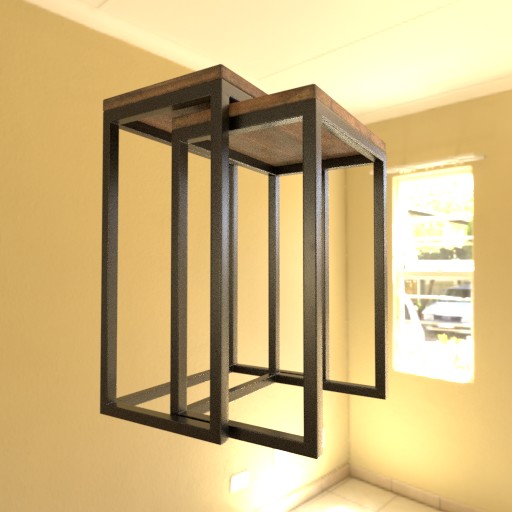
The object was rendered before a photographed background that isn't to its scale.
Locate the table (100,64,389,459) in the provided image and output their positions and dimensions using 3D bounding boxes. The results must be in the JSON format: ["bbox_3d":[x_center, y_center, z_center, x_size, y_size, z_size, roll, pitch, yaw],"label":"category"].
[{"bbox_3d":[0.000,0.000,0.936,0.460,0.615,0.456,-1,-2,34],"label":"table"}]
